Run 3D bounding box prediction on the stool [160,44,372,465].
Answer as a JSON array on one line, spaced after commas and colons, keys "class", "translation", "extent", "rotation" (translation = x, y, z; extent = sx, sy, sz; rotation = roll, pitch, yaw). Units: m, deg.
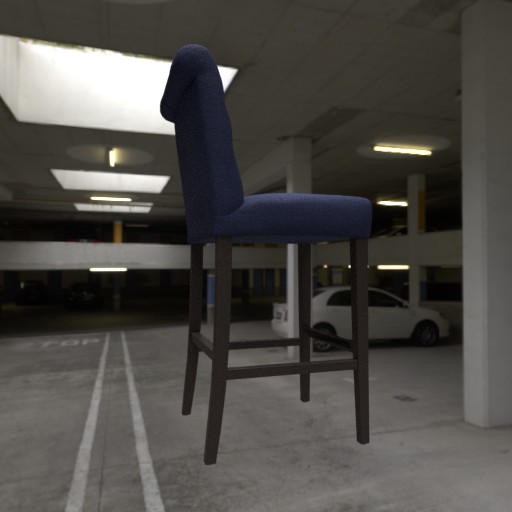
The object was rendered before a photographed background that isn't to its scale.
[{"class": "stool", "translation": [0.000, 0.000, 1.472], "extent": [0.601, 1.140, 0.493], "rotation": [0, -1, -18]}]
